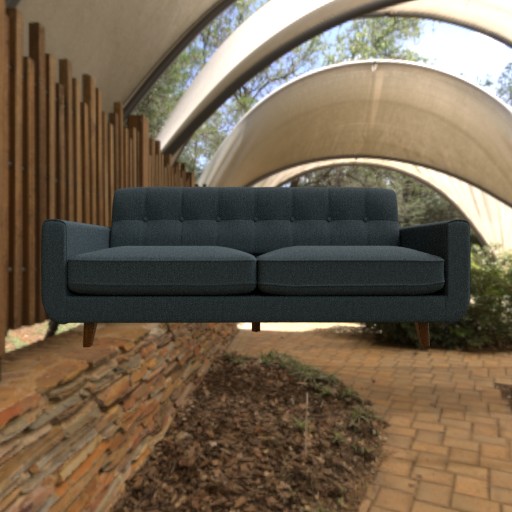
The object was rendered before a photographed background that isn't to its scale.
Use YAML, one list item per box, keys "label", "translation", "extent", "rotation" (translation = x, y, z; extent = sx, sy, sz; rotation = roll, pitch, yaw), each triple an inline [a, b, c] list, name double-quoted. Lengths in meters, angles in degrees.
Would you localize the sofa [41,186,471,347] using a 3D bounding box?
- label: "sofa"
  translation: [0.000, 0.000, 2.567]
  extent: [2.055, 0.884, 0.942]
  rotation: [0, 0, -1]
